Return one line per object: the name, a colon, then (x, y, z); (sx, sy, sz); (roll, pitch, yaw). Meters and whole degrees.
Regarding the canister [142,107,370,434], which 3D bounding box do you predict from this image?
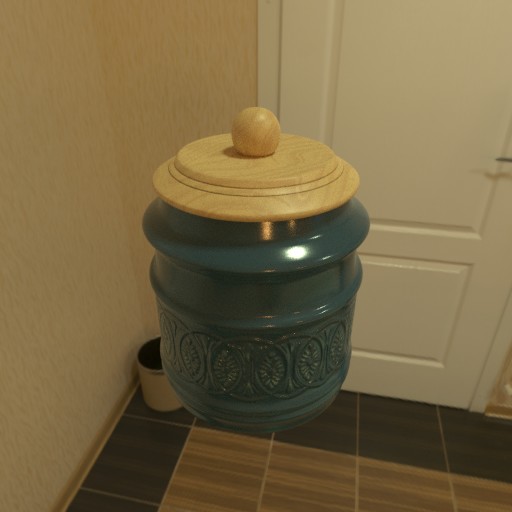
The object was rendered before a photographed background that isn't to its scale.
canister: (0.000, 0.000, 0.273); (0.130, 0.176, 0.130); (0, 30, 0)
